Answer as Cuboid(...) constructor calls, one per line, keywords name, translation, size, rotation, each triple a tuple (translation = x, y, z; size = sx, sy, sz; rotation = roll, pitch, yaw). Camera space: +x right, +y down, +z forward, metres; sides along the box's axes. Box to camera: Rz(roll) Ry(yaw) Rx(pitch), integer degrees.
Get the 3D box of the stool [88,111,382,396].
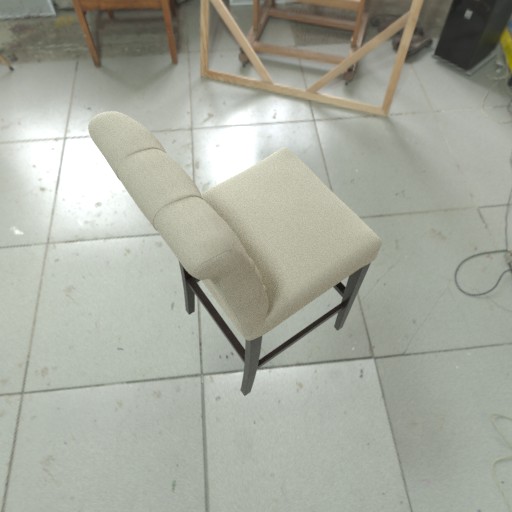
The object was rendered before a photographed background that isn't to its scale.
Cuboid(name="stool", translation=(0.000, 0.000, 1.428), size=(0.610, 1.118, 0.482), rotation=(-31, 64, -17))
